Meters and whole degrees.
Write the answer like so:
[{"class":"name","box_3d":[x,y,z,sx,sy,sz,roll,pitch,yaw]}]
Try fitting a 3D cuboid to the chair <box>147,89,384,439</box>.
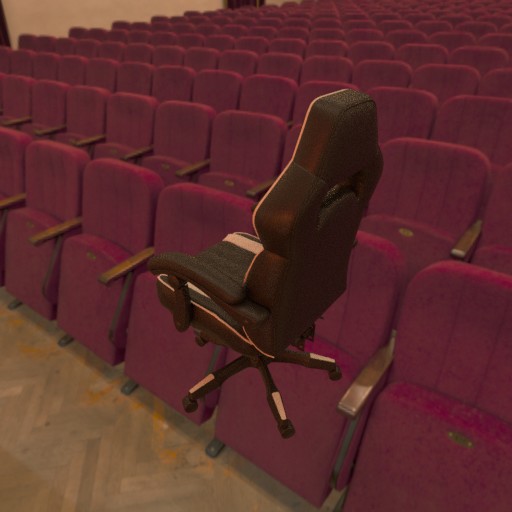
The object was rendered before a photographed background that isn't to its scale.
[{"class":"chair","box_3d":[0.000,0.000,1.626,0.700,1.200,0.676,21,36,32]}]
